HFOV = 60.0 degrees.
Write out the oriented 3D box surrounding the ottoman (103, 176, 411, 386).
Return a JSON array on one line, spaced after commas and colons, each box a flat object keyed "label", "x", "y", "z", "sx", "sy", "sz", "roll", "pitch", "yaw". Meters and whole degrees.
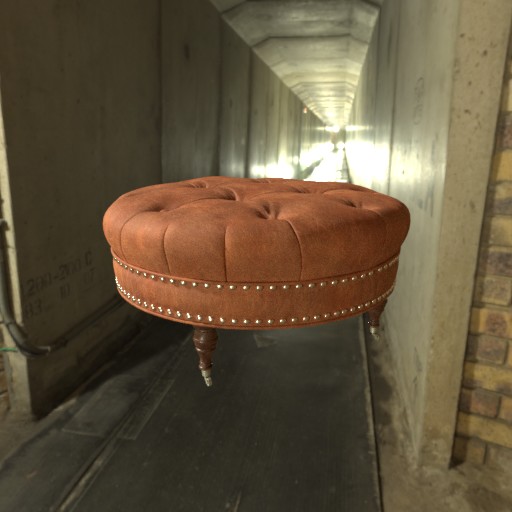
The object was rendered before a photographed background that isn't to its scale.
[{"label": "ottoman", "x": 0.000, "y": 0.000, "z": 1.388, "sx": 0.901, "sy": 0.444, "sz": 0.901, "roll": 0, "pitch": 16, "yaw": 0}]
